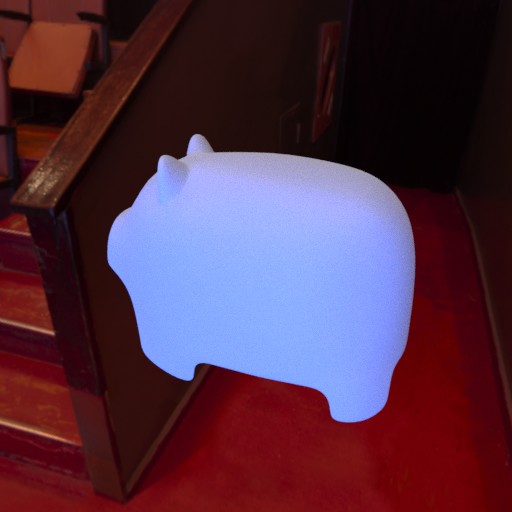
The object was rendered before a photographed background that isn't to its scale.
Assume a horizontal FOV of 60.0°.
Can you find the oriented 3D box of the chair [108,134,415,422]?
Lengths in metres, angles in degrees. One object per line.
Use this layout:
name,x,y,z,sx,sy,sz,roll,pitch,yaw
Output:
chair,0.000,0.000,0.880,0.619,0.423,0.364,9,32,14
